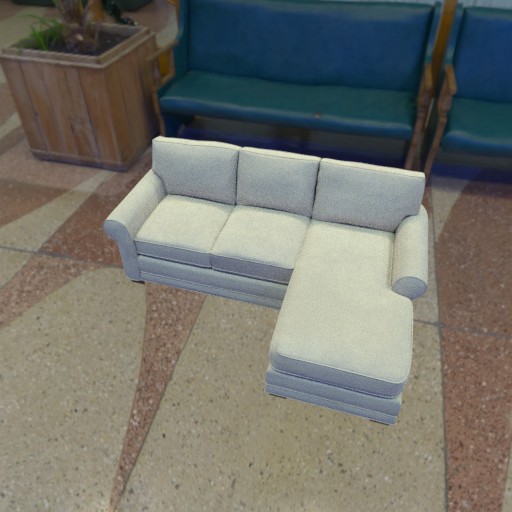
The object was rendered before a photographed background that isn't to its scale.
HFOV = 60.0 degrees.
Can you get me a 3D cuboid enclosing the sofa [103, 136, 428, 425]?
[{"bbox_3d":[0.000,0.000,2.416,1.770,0.734,1.226,11,43,12],"label":"sofa"}]
